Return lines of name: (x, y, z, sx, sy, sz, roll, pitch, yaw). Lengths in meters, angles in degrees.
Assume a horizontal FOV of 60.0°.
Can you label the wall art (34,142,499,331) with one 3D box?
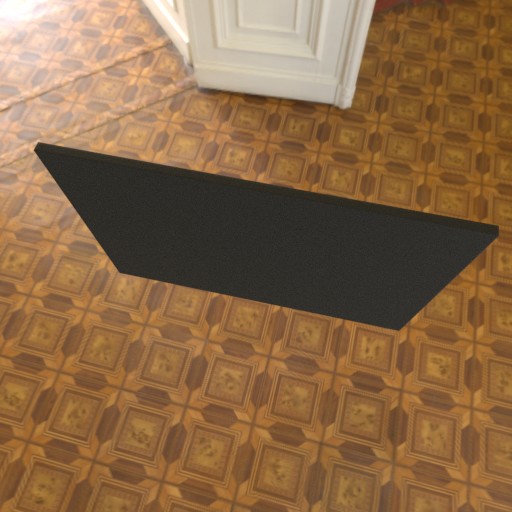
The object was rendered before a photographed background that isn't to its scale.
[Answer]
wall art: (0.000, 0.000, 1.201, 0.964, 0.659, 0.049, 13, 65, 6)
